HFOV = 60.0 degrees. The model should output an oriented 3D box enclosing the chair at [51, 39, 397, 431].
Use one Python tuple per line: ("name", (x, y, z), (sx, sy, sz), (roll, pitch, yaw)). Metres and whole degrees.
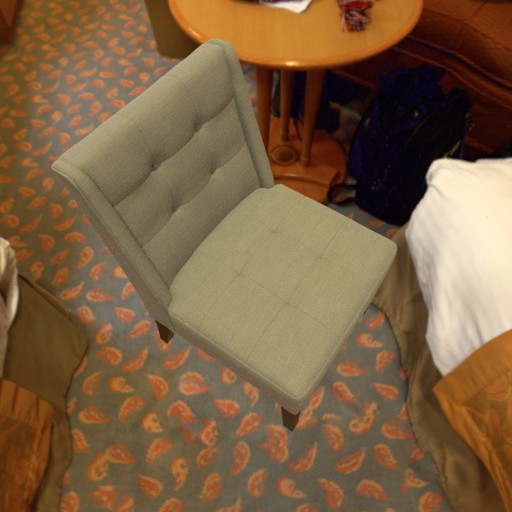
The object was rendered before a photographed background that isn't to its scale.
("chair", (0.000, 0.000, 1.284), (0.676, 0.853, 0.569), (31, 63, 18))
